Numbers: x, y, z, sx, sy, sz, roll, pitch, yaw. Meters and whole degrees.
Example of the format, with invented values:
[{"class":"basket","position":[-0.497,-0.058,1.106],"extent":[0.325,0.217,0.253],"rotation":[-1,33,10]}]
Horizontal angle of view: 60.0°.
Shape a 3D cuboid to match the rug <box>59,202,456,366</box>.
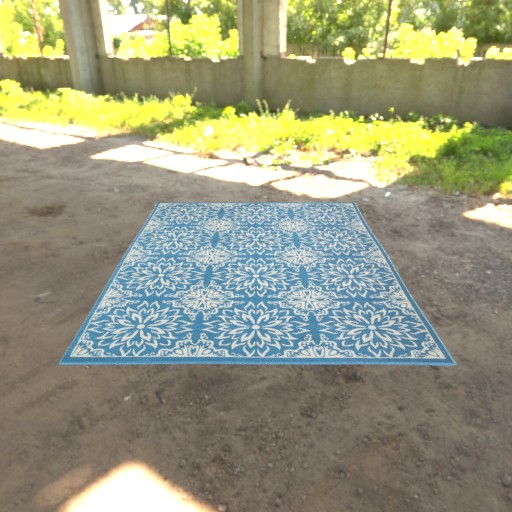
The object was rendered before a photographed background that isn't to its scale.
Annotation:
[{"class":"rug","position":[0.000,0.000,3.931],"extent":[2.350,0.018,2.964],"rotation":[0,25,0]}]
